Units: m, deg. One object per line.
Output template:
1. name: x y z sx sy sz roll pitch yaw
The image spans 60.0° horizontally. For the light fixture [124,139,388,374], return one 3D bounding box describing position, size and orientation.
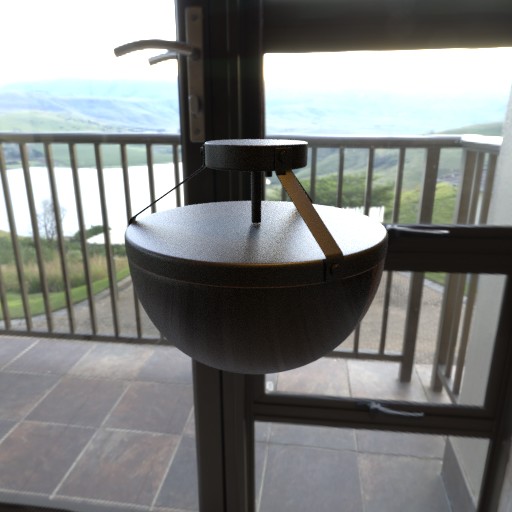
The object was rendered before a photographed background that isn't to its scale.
1. light fixture: 0.000 0.000 0.540 0.304 0.269 0.304 0 18 0
